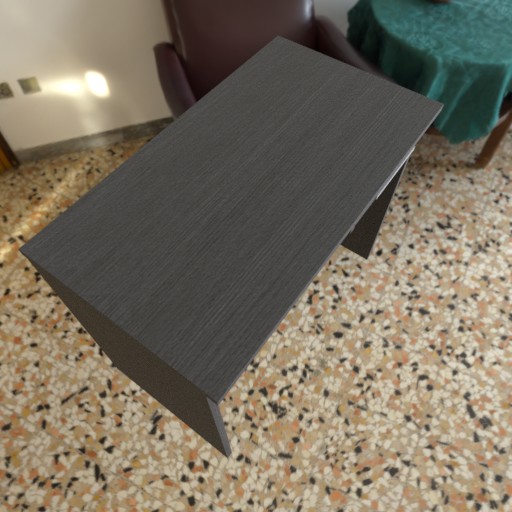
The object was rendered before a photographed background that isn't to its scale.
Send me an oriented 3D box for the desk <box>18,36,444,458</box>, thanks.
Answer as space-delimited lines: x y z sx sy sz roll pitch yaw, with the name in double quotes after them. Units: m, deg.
0.000 0.000 1.284 0.498 0.724 0.893 32 63 18 "desk"
